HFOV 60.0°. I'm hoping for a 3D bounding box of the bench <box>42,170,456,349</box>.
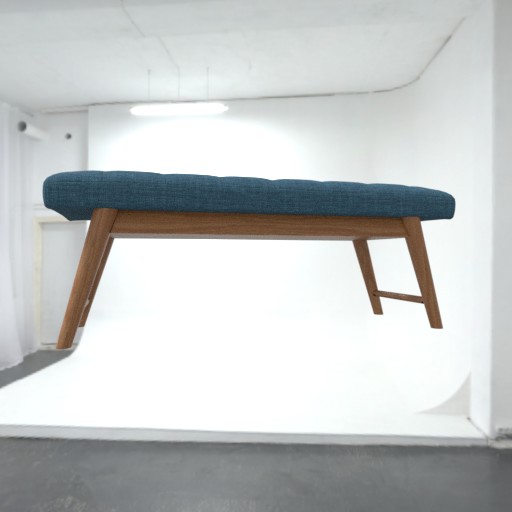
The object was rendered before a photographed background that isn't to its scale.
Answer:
[{"bbox_3d":[0.000,0.000,1.344,1.118,0.432,0.406,0,0,-16],"label":"bench"}]
